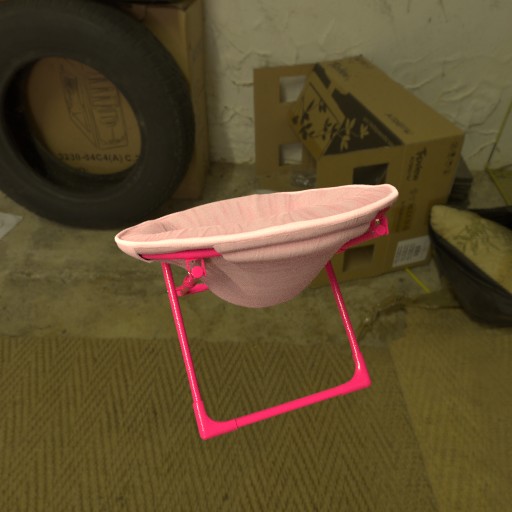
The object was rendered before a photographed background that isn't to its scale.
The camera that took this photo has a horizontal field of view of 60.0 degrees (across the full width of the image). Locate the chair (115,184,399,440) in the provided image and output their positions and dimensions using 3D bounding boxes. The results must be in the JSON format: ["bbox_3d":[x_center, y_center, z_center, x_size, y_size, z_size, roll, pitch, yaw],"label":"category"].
[{"bbox_3d":[0.000,0.000,0.915,0.522,0.494,0.459,-13,43,-14],"label":"chair"}]
